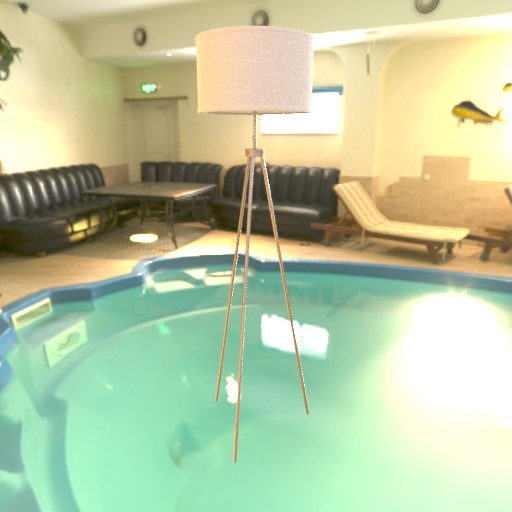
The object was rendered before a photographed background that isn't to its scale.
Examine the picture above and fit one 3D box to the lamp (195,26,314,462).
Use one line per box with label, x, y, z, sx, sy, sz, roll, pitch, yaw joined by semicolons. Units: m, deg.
lamp;0.000;0.000;1.718;0.448;1.545;0.458;3;16;9
